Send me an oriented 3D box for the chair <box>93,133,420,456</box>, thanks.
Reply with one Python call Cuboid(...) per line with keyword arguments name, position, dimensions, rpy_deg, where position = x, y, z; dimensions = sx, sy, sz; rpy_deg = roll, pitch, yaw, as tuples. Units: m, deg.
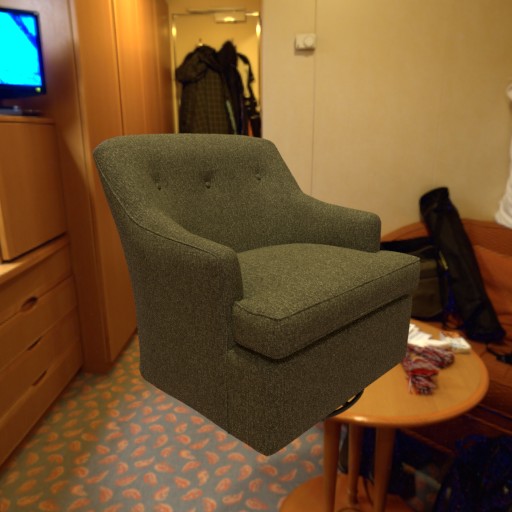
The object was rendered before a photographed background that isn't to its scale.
Cuboid(name="chair", position=(0.000, 0.000, 1.606), dimensions=(0.923, 0.856, 0.864), rpy_deg=(15, 21, 43))
